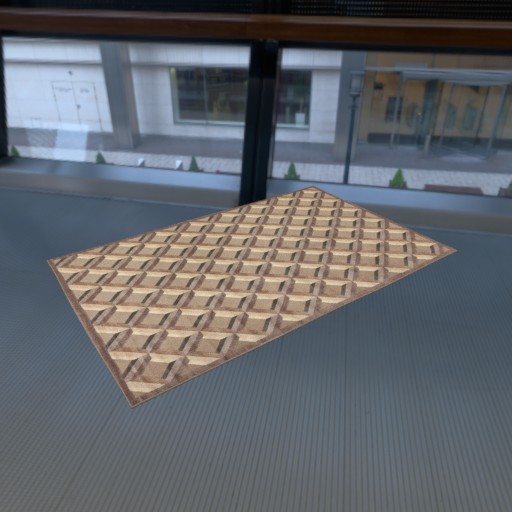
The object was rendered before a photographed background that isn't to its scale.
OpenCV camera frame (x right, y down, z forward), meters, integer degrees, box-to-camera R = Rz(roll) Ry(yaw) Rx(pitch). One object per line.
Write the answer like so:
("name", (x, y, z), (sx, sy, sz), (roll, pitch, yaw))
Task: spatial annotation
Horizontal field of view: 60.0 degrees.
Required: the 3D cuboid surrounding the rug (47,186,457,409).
("rug", (0.000, 0.000, 2.129), (1.677, 0.011, 1.066), (-19, 35, -30))
